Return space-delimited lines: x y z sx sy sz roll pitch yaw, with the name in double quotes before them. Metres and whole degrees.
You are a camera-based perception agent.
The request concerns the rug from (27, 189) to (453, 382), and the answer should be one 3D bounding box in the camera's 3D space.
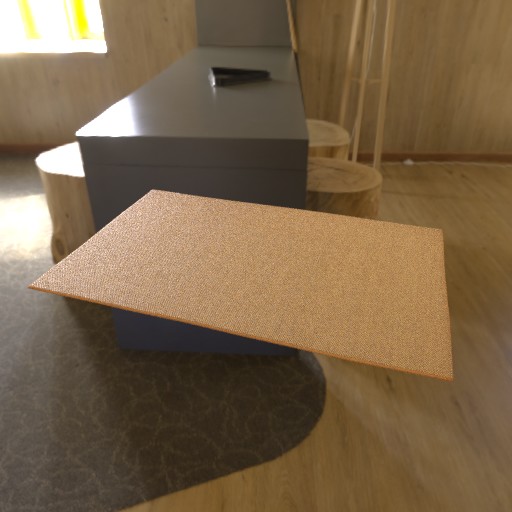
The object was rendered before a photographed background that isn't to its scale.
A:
"rug" 0.000 0.000 2.069 1.678 0.013 1.078 10 33 15
